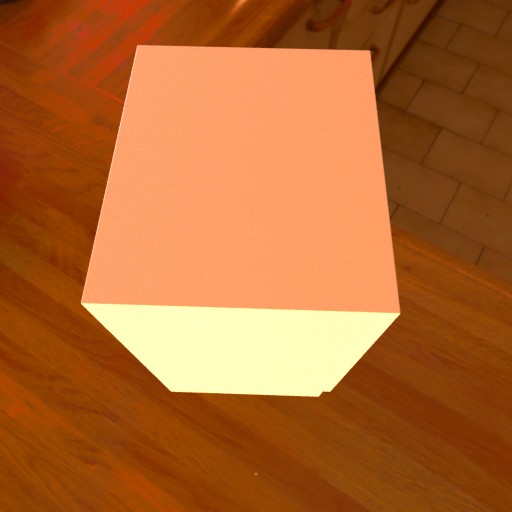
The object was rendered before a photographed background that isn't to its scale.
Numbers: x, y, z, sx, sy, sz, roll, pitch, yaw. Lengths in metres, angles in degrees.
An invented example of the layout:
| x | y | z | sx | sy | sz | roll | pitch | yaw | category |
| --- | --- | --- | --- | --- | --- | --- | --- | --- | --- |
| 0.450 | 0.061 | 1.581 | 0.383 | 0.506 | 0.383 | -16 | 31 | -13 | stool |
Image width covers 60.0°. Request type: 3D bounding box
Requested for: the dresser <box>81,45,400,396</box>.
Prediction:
| x | y | z | sx | sy | sz | roll | pitch | yaw | category |
| --- | --- | --- | --- | --- | --- | --- | --- | --- | --- |
| 0.000 | 0.000 | 0.808 | 0.360 | 0.560 | 0.400 | 2 | 64 | 1 | dresser |
